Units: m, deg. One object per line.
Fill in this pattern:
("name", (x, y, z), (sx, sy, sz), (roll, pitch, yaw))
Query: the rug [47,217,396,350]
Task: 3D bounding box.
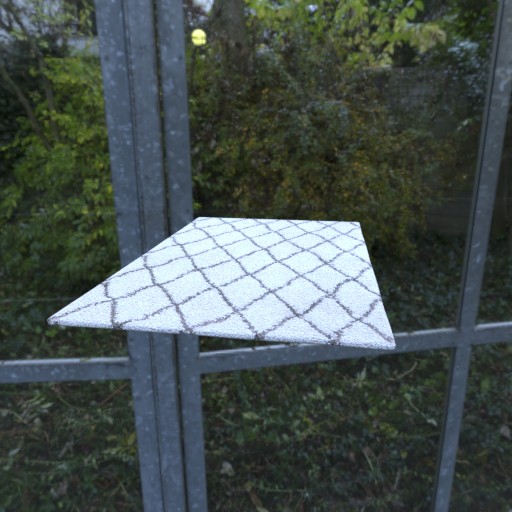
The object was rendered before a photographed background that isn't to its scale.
("rug", (0.000, 0.000, 3.031), (1.524, 0.030, 2.438), (3, 16, 9))
